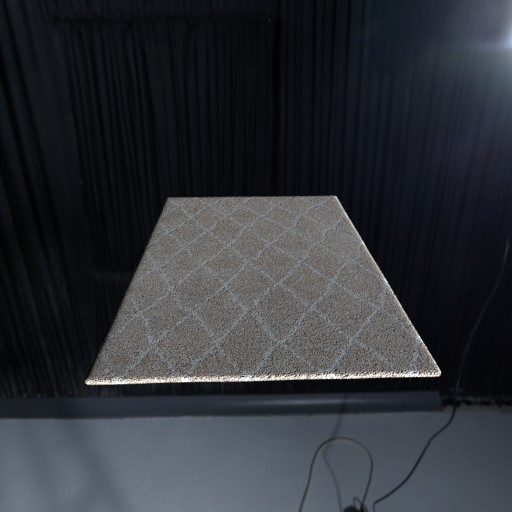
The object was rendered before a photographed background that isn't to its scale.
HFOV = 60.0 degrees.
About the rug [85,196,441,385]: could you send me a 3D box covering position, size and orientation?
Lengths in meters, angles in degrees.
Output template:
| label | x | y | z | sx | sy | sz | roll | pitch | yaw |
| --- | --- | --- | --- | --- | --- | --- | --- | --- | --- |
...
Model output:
| label | x | y | z | sx | sy | sz | roll | pitch | yaw |
| --- | --- | --- | --- | --- | --- | --- | --- | --- | --- |
| rug | 0.000 | 0.000 | 3.422 | 1.778 | 0.030 | 2.743 | -1 | 26 | -2 |
